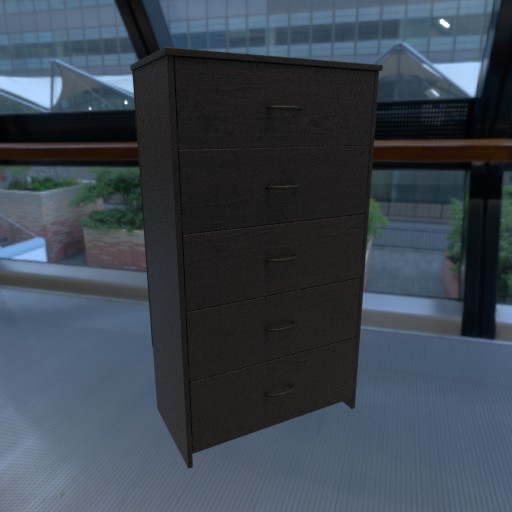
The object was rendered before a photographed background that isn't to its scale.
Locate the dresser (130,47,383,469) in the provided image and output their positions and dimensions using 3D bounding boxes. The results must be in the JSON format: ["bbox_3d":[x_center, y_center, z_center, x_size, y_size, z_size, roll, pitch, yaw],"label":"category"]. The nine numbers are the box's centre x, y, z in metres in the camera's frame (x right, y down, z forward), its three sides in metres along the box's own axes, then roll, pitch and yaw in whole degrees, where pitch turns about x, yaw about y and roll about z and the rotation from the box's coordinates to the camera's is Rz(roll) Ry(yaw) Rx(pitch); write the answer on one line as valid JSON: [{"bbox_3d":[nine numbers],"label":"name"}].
[{"bbox_3d":[0.000,0.000,1.574,0.704,1.254,0.418,-8,18,-27],"label":"dresser"}]
